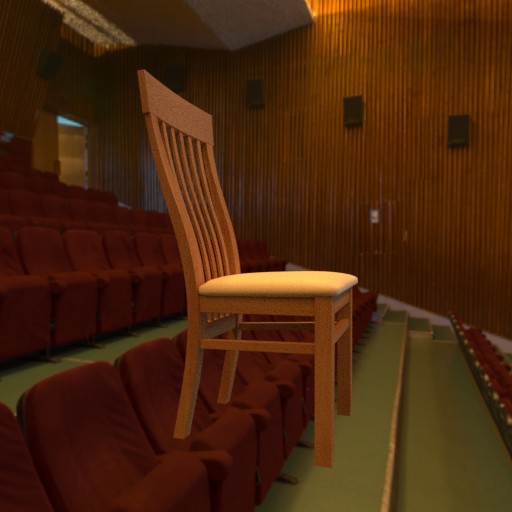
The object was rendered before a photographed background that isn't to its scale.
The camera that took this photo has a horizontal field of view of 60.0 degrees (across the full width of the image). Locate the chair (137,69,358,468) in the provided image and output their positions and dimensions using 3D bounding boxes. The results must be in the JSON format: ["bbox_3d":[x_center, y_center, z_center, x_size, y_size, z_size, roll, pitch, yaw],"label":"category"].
[{"bbox_3d":[0.000,0.000,1.378,0.580,1.050,0.450,0,1,19],"label":"chair"}]
